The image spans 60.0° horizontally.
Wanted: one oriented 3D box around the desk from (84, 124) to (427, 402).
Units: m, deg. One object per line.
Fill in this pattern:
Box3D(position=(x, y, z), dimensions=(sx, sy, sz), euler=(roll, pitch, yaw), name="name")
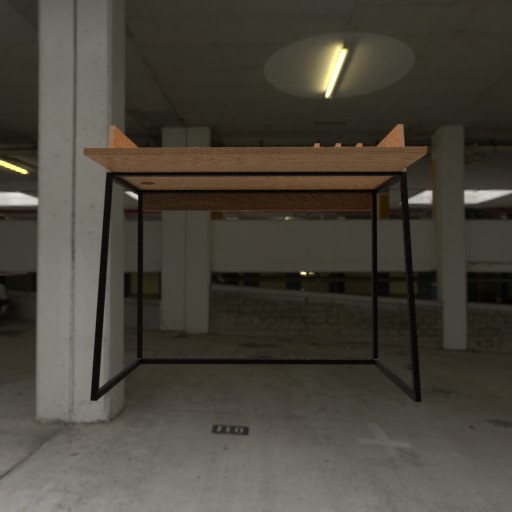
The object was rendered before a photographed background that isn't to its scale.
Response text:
Box3D(position=(0.000, 0.000, 1.856), dimensions=(1.191, 1.061, 0.769), euler=(0, -1, 1), name="desk")
